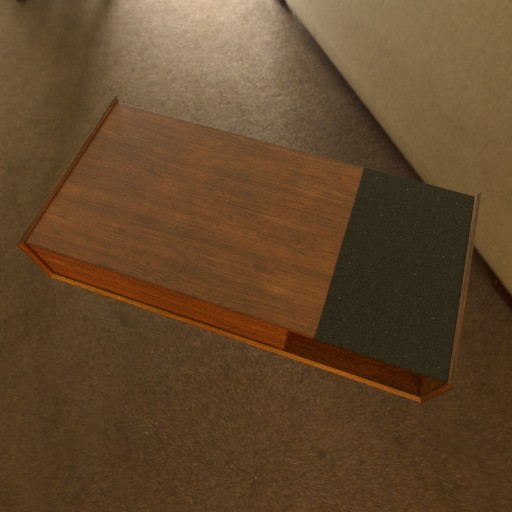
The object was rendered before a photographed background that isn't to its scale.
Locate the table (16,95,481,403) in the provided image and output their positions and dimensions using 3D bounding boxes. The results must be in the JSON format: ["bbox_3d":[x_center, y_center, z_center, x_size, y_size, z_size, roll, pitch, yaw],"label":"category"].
[{"bbox_3d":[0.000,0.000,1.517,1.221,0.508,0.610,17,65,8],"label":"table"}]
